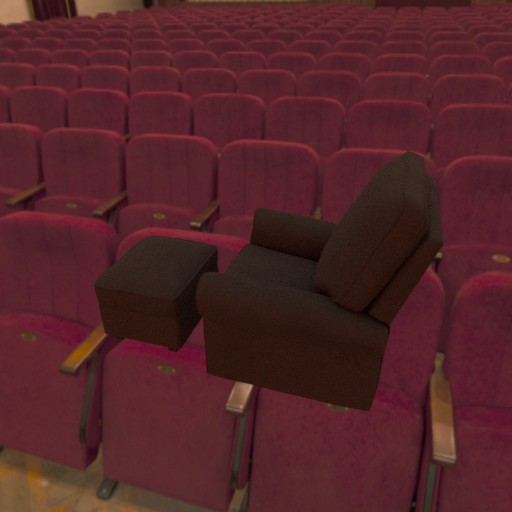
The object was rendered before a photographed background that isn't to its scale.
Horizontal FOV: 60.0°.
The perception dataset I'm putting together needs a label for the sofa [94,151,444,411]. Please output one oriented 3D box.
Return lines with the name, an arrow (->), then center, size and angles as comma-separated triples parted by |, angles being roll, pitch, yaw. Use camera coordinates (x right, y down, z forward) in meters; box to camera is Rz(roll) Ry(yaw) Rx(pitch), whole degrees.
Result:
sofa -> 0.000, 0.000, 2.071 | 1.478, 0.959, 0.880 | 9, 30, 15
